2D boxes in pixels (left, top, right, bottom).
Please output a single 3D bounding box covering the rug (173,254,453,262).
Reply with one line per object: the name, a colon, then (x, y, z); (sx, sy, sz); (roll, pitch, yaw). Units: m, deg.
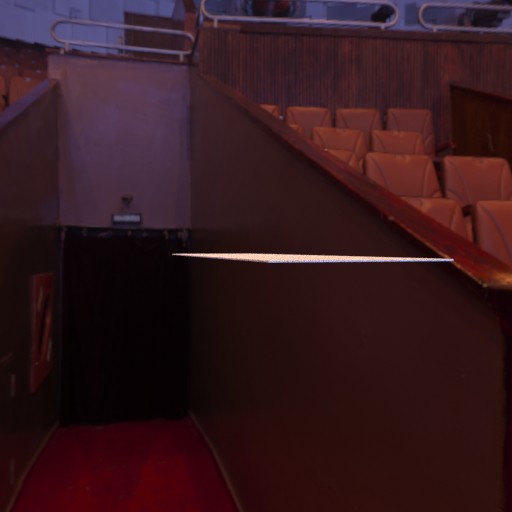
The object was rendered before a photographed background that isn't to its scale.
rug: (0.000, 0.000, 2.615); (0.686, 0.006, 2.437); (0, 1, -18)
